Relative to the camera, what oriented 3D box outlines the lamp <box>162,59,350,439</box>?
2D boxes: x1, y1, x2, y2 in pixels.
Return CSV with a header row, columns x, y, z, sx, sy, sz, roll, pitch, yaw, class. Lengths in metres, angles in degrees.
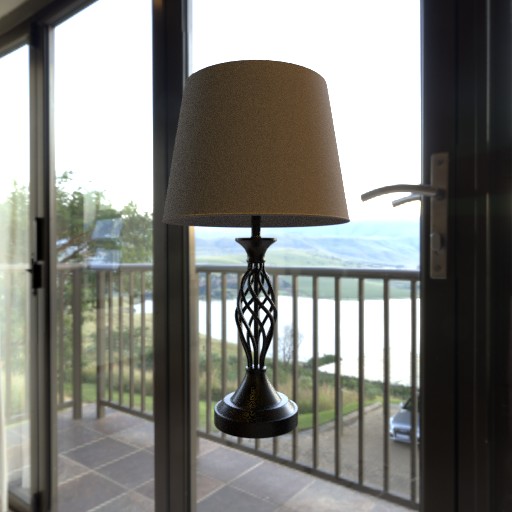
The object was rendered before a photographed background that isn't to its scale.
x,y,z,sx,sy,sz,roll,pitch,yaw,class
0.000,0.000,0.794,0.331,0.594,0.331,0,0,0,lamp
